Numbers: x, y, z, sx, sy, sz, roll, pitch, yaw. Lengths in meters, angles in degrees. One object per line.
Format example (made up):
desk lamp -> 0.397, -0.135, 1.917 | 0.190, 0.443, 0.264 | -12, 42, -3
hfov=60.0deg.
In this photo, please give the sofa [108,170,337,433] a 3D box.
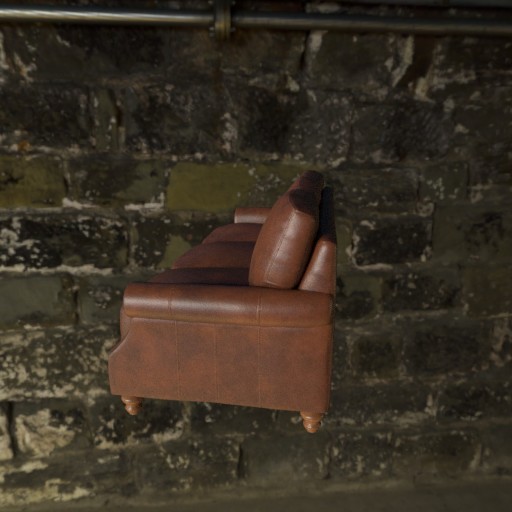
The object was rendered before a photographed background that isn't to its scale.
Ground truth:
sofa -> 0.000, 0.000, 2.819 | 0.973, 0.977, 2.351 | 2, 15, 9
